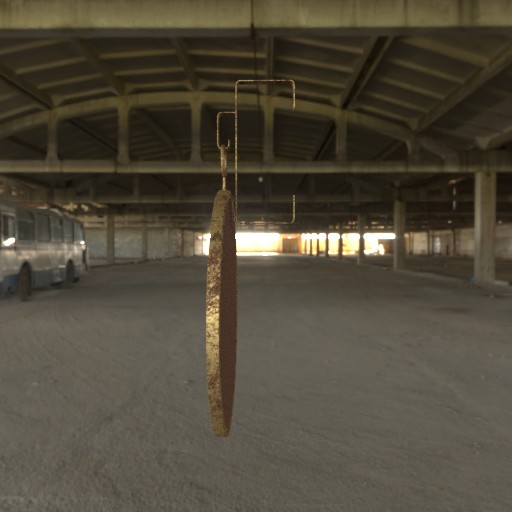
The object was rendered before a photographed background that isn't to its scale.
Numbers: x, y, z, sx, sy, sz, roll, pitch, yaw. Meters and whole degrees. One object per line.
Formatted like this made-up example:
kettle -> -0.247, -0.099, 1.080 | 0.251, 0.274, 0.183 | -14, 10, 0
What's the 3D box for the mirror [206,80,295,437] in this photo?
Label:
mirror -> 0.000, 0.000, 0.836 | 0.144, 0.651, 0.447 | 0, 1, 1
